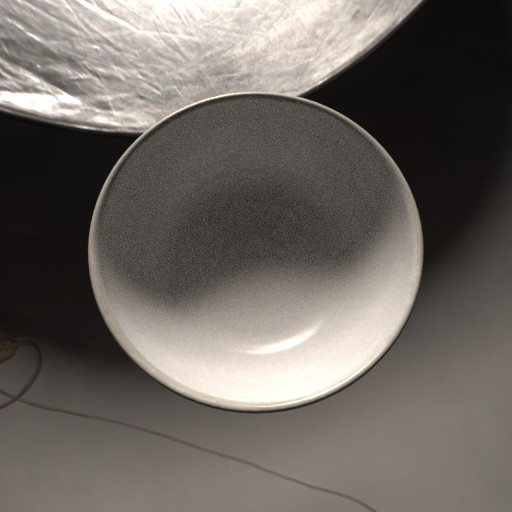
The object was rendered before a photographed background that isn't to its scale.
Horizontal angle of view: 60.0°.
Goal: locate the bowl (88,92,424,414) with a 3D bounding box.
[{"bbox_3d":[0.000,0.000,0.411,0.268,0.121,0.268,0,75,0],"label":"bowl"}]
